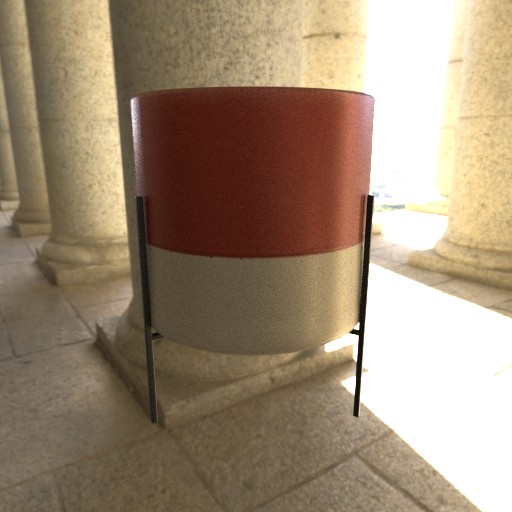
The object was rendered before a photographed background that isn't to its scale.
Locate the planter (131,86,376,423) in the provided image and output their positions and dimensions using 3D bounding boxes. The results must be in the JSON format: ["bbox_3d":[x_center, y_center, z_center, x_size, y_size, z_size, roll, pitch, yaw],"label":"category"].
[{"bbox_3d":[0.000,0.000,0.695,0.354,0.465,0.345,8,17,26],"label":"planter"}]
